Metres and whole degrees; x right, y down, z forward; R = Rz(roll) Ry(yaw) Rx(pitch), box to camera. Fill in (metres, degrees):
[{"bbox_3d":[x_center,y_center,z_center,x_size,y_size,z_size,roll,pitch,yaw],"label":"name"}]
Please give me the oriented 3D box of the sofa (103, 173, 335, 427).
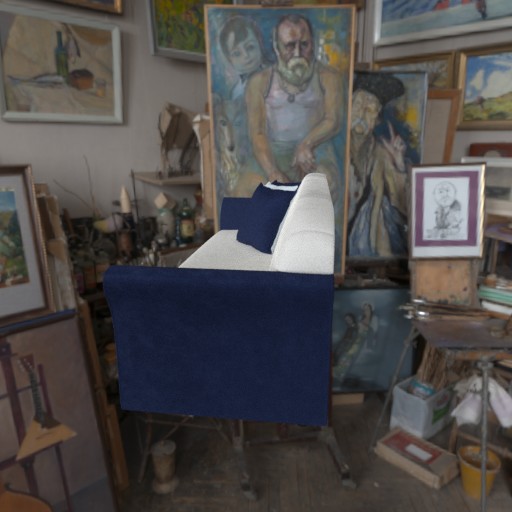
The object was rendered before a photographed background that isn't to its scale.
[{"bbox_3d":[0.000,0.000,2.392,0.749,0.789,2.006,2,15,7],"label":"sofa"}]
